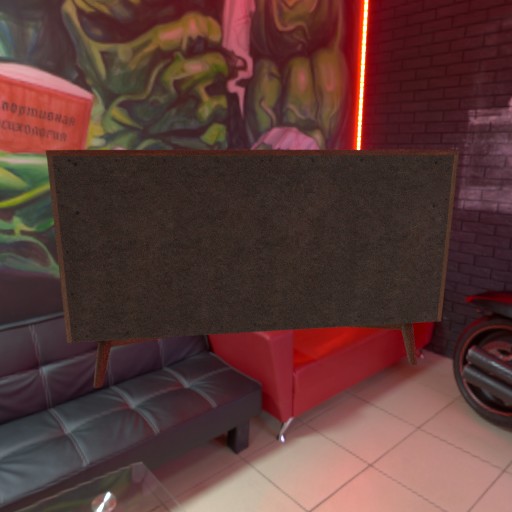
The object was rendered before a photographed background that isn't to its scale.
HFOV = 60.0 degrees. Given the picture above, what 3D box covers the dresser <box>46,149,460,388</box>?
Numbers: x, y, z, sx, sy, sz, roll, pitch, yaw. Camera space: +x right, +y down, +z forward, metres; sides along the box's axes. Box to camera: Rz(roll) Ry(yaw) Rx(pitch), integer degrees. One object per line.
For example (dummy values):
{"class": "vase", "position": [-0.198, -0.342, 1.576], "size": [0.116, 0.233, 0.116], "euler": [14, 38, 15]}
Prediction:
{"class": "dresser", "position": [0.000, 0.000, 1.908], "size": [1.472, 0.889, 0.500], "euler": [-2, 14, -8]}
